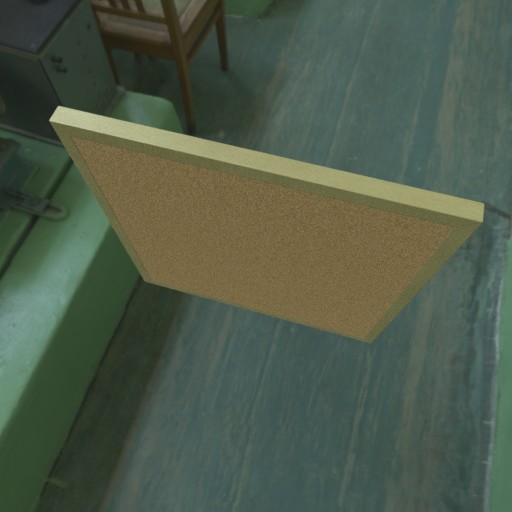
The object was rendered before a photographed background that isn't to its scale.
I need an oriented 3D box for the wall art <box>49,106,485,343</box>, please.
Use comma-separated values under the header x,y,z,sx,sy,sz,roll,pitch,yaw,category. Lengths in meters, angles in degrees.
x,y,z,sx,sy,sz,roll,pitch,yaw,category
0.000,0.000,1.101,0.763,0.763,0.037,14,65,7,wall art
